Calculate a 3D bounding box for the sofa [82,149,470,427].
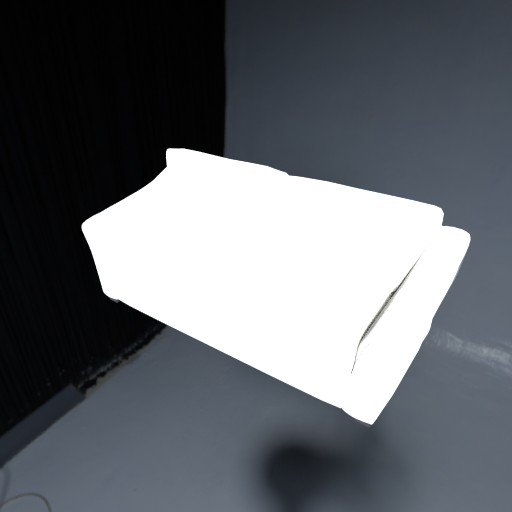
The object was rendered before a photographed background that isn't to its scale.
[{"bbox_3d":[0.000,0.000,2.809,2.270,0.965,0.980,19,35,29],"label":"sofa"}]
